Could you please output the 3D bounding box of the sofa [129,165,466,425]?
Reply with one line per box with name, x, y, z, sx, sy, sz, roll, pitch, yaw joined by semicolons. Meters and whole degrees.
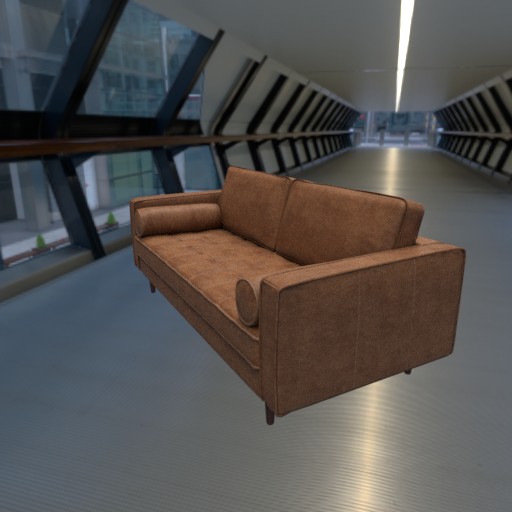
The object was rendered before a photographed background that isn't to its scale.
sofa;0.000;0.000;2.416;0.924;0.825;1.920;-9;19;-28
